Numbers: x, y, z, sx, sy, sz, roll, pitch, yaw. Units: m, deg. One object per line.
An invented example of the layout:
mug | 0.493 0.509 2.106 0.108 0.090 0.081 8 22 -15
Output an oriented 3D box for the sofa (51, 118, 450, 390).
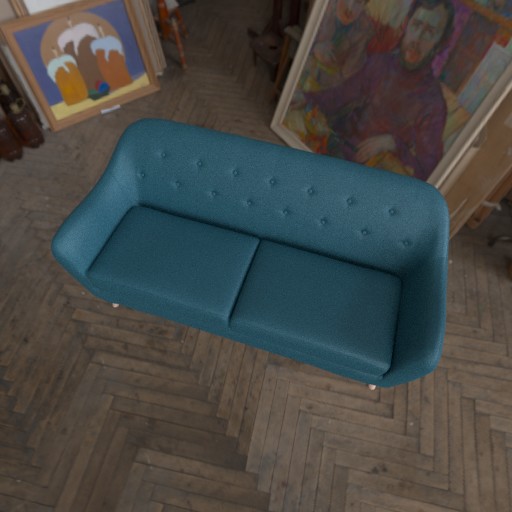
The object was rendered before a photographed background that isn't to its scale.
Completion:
sofa | 0.000 0.000 2.294 1.840 0.836 0.820 16 58 10
